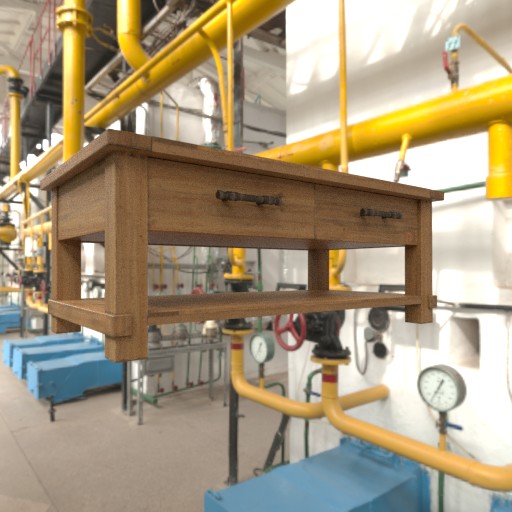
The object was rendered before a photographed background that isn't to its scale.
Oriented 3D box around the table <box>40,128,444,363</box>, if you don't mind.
[{"bbox_3d":[0.000,0.000,1.561,1.270,0.494,0.693,1,-2,-37],"label":"table"}]
